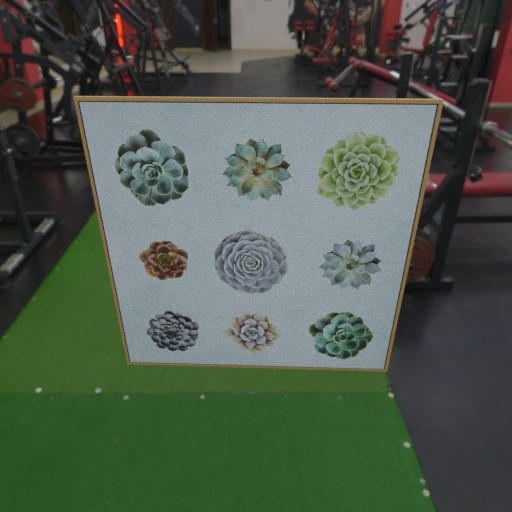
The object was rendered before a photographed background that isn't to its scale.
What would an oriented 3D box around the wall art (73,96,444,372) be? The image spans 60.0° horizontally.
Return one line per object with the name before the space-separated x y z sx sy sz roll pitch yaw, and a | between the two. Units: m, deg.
wall art | 0.000 0.000 1.401 0.962 0.959 0.013 1 31 2
